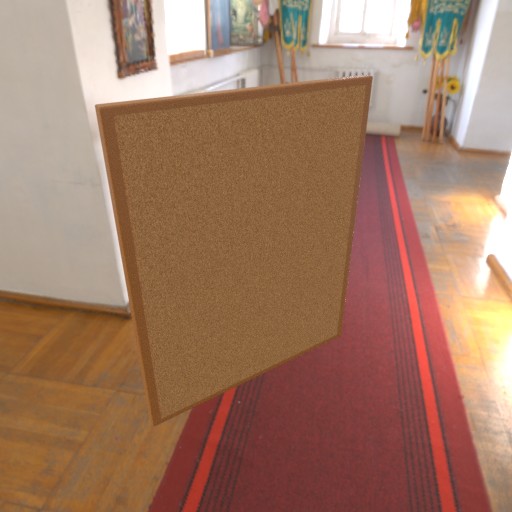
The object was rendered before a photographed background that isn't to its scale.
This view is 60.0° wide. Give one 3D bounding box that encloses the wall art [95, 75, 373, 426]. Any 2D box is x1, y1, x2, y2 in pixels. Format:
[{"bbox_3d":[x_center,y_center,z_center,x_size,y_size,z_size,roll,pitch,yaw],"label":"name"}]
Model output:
[{"bbox_3d":[0.000,0.000,0.770,0.452,0.553,0.022,-18,35,-29],"label":"wall art"}]
